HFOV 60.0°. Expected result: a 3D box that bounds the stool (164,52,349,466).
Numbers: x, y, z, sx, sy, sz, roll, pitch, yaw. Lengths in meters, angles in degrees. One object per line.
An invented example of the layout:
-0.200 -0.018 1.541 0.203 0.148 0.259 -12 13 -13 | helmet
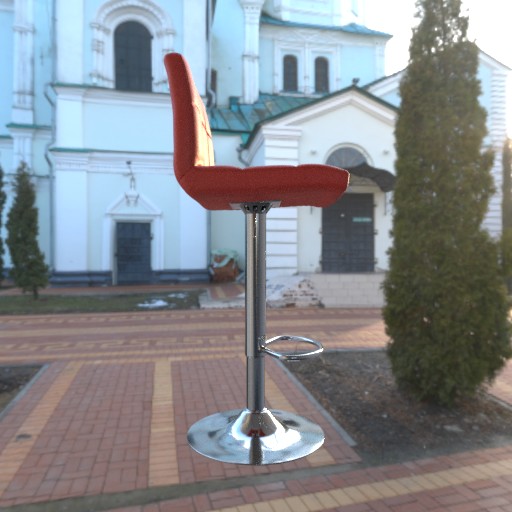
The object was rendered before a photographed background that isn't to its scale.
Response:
0.000 0.000 1.381 0.505 1.115 0.430 0 0 1 | stool
